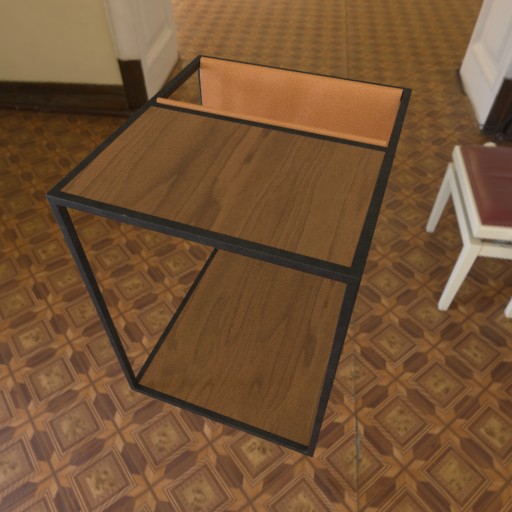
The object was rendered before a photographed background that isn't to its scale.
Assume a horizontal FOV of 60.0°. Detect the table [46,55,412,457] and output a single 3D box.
[{"bbox_3d":[0.000,0.000,0.846,0.399,0.536,0.450,15,49,14],"label":"table"}]
